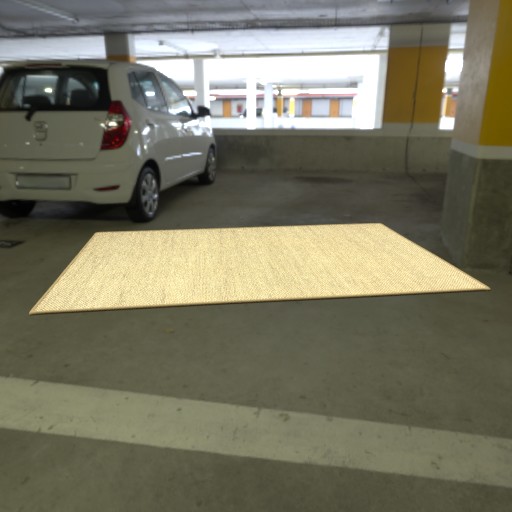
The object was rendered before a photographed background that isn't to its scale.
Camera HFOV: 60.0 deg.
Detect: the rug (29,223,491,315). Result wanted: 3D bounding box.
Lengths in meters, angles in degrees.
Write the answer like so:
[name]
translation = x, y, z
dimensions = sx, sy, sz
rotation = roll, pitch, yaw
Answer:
[rug]
translation = 0.000, 0.000, 2.077
dimensions = 1.667, 0.013, 1.062
rotation = -2, 18, -7
